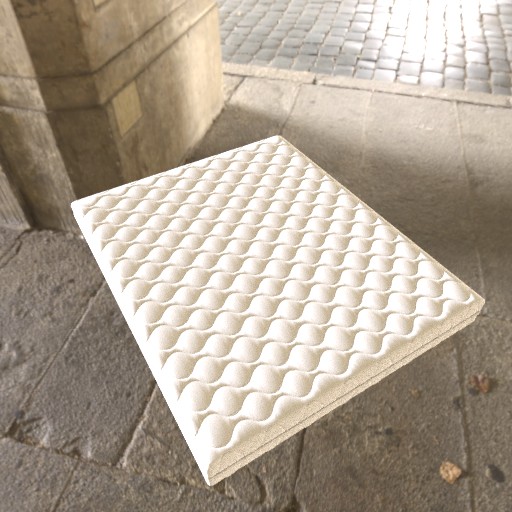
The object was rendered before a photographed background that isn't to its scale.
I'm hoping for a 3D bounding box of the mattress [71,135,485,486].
[{"bbox_3d":[0.000,0.000,2.578,1.600,0.200,1.900,-23,50,-21],"label":"mattress"}]
